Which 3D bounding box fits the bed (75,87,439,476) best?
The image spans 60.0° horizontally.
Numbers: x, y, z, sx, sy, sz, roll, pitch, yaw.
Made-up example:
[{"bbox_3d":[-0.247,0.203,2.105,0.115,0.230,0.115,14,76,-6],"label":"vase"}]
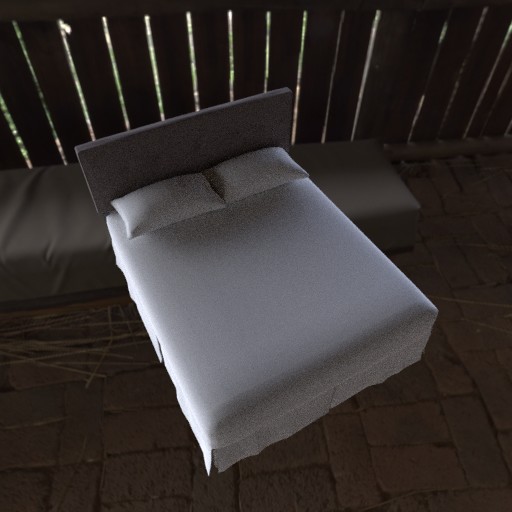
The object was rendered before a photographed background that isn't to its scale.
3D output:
[{"bbox_3d":[0.000,0.000,2.885,1.610,1.089,1.894,-22,52,-19],"label":"bed"}]
